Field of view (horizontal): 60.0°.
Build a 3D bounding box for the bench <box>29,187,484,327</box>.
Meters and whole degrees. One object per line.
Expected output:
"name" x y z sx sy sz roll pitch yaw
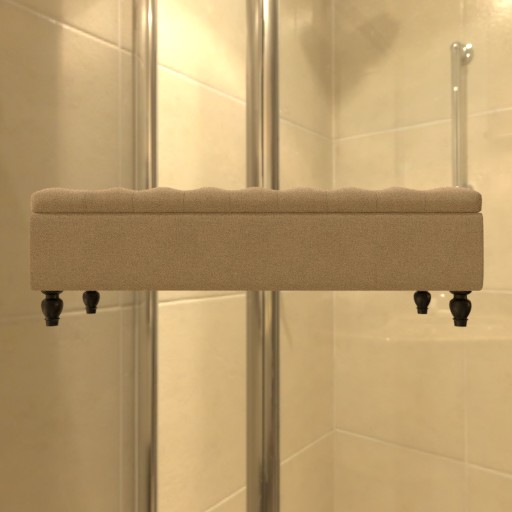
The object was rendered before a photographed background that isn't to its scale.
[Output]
"bench" 0.000 0.000 1.643 1.480 0.467 0.455 0 -1 0
